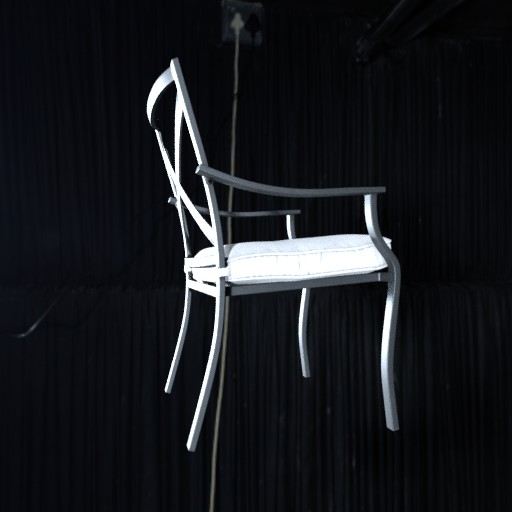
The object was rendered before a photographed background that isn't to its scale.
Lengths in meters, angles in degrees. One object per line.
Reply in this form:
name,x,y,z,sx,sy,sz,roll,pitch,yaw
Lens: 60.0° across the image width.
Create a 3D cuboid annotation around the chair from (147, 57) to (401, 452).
chair,0.000,0.000,1.304,0.620,0.889,0.575,0,-1,-18
